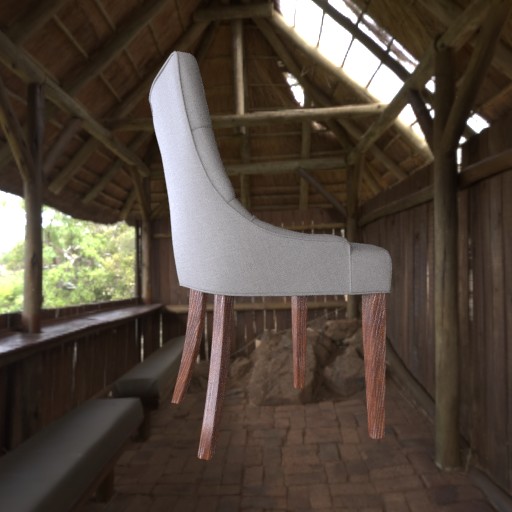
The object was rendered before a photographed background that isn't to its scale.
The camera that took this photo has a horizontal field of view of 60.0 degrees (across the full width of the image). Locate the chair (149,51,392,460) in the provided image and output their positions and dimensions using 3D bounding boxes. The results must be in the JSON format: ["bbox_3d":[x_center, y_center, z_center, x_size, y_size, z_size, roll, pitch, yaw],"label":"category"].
[{"bbox_3d":[0.000,0.000,1.208,0.565,0.874,0.509,0,-1,-19],"label":"chair"}]
